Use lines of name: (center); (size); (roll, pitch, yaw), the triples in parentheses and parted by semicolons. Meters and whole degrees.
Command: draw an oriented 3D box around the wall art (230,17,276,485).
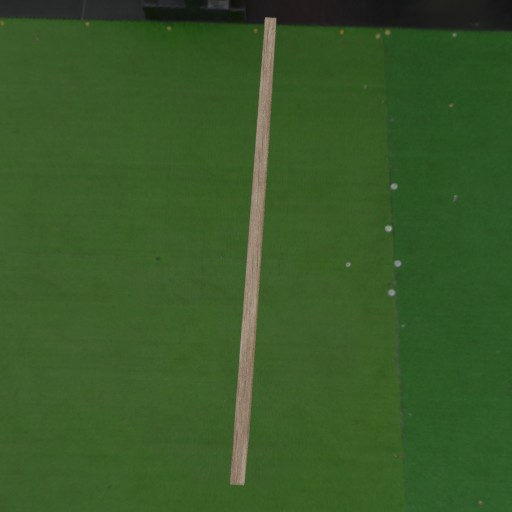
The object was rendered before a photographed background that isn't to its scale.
wall art: (0.000, 0.000, 0.950); (0.021, 0.480, 0.780); (4, 77, 1)
